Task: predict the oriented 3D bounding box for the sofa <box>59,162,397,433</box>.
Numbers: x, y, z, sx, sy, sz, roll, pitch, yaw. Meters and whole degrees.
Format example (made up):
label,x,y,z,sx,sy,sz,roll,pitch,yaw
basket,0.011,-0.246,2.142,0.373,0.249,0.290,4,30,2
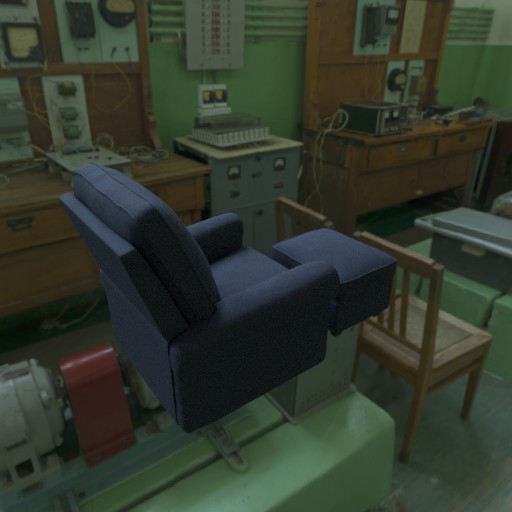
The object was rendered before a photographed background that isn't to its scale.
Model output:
label,x,y,z,sx,sy,sz,roll,pitch,yaw
sofa,0.000,0.000,2.081,1.478,0.959,0.880,-18,32,-32
